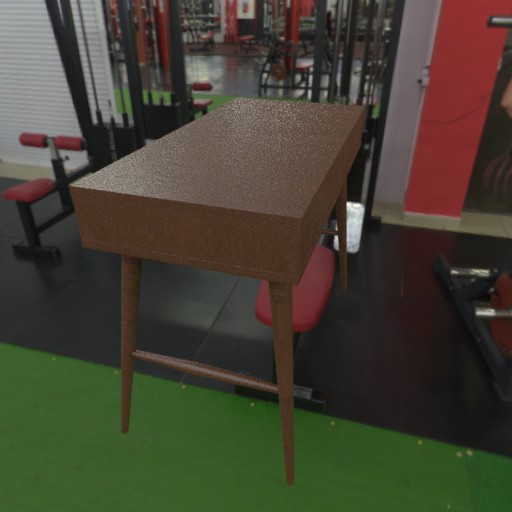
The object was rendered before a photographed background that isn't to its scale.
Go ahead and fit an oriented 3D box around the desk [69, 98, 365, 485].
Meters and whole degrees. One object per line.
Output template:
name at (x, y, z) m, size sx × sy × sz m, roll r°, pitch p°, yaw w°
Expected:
desk at (0.000, 0.000, 1.390) m, size 0.510 × 0.758 × 0.949 m, roll 9°, pitch 31°, yaw 16°
